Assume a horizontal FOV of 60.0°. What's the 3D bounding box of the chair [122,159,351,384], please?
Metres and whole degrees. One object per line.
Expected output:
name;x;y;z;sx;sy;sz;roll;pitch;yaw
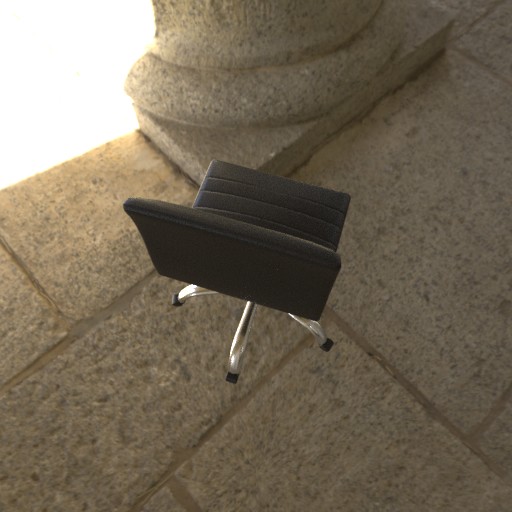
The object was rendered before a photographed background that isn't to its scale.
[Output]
chair;0.000;0.000;1.148;0.556;0.780;0.530;16;65;8
